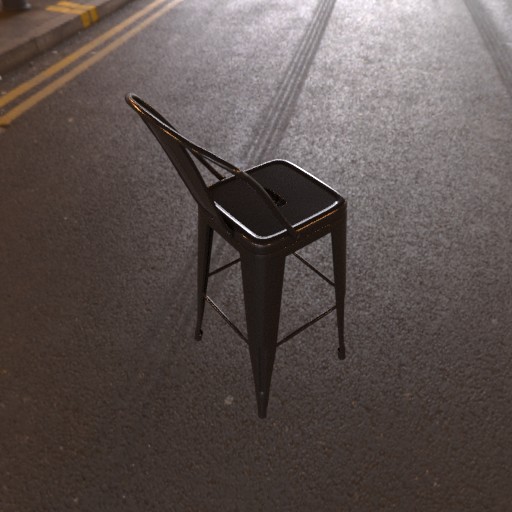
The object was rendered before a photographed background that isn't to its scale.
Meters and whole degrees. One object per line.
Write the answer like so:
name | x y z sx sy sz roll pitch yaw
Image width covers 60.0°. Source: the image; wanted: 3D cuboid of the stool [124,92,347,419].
stool | 0.000 0.000 1.319 0.528 1.022 0.432 -27 49 -27
